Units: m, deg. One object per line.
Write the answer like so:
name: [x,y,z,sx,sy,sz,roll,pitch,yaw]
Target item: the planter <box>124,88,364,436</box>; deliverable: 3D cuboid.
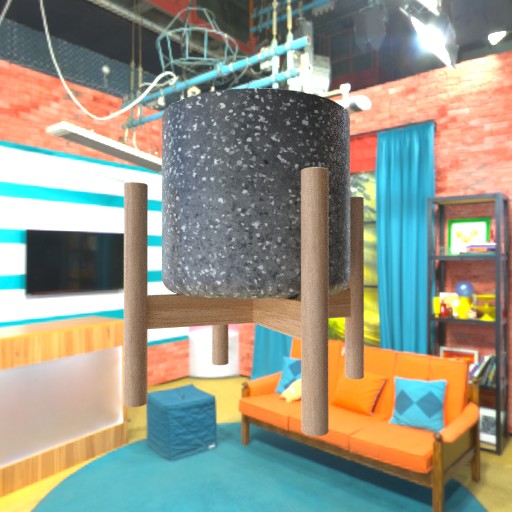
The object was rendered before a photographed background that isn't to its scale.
planter: [0.000,0.000,0.534,0.284,0.320,0.284,0,0,0]
